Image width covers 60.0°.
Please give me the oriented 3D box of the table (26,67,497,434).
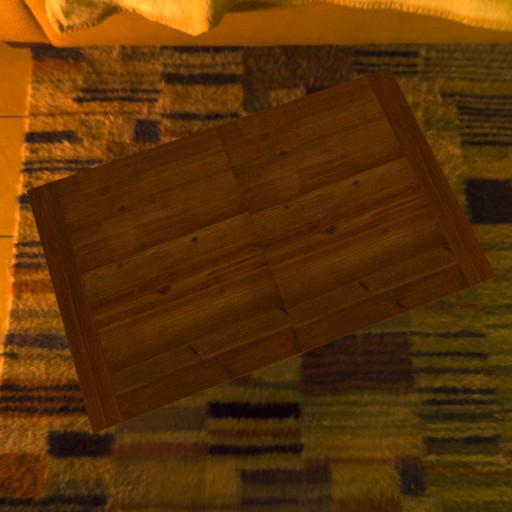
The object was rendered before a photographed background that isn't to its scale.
[{"bbox_3d":[0.000,0.000,1.994,1.503,0.743,0.922,-20,77,-5],"label":"table"}]
